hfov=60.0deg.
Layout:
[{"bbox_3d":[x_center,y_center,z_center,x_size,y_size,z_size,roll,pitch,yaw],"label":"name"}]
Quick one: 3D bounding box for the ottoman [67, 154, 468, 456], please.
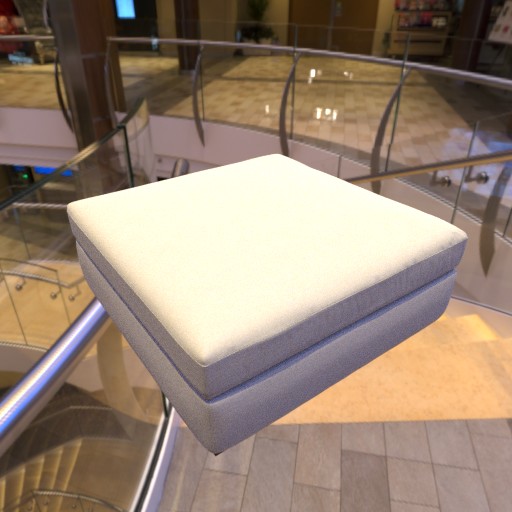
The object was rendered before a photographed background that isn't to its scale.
[{"bbox_3d":[0.000,0.000,1.816,1.163,0.482,1.167,-20,36,-30],"label":"ottoman"}]
